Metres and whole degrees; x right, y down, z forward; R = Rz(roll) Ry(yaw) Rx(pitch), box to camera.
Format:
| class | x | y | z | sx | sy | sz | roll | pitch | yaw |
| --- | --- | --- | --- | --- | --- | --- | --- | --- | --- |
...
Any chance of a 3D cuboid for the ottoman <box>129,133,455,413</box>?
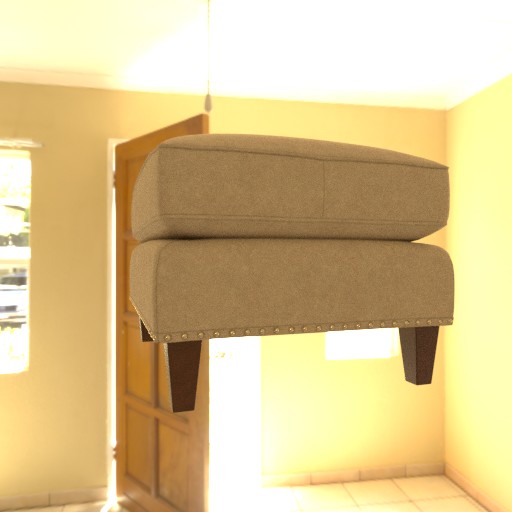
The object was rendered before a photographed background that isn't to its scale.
| class | x | y | z | sx | sy | sz | roll | pitch | yaw |
| --- | --- | --- | --- | --- | --- | --- | --- | --- | --- |
| ottoman | 0.000 | 0.000 | 1.121 | 0.584 | 0.513 | 0.741 | 0 | 0 | -19 |
